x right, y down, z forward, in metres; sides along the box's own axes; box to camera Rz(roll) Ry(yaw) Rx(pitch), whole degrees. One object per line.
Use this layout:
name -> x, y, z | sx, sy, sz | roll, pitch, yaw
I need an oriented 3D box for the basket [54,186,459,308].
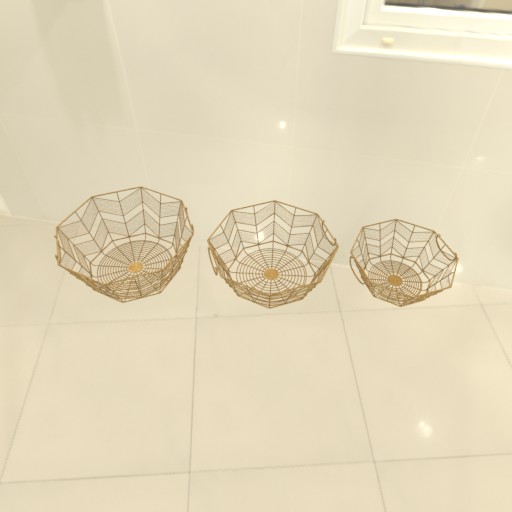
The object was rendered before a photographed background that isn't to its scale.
basket -> 0.000, 0.000, 1.414 | 1.245, 0.178, 0.432 | 3, 48, 3
